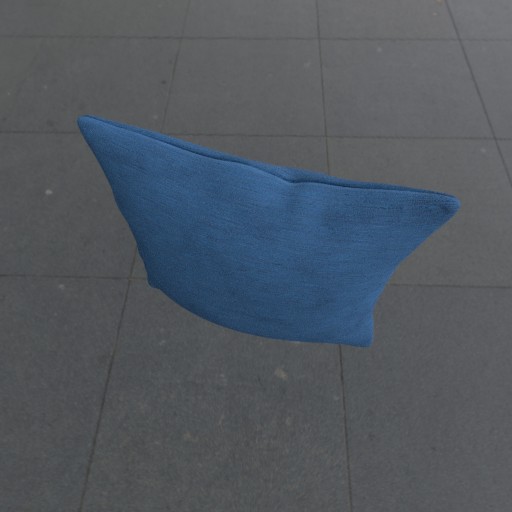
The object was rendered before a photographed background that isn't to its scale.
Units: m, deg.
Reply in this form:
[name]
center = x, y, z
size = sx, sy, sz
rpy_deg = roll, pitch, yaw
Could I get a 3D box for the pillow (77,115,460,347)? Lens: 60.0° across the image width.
[pillow]
center = 0.000, 0.000, 0.657
size = 0.437, 0.420, 0.177
rpy_deg = 15, 59, 9
